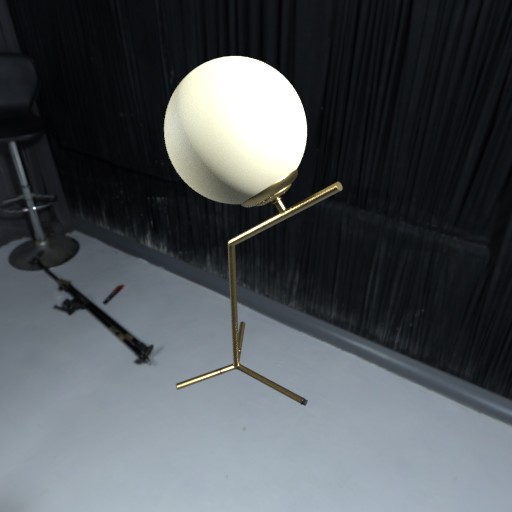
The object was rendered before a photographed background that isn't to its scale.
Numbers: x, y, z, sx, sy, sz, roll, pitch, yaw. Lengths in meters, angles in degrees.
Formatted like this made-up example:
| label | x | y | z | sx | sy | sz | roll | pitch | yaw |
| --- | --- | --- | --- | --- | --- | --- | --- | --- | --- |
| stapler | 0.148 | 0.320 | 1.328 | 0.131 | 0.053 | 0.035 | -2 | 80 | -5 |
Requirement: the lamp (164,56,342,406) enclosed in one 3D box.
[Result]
| label | x | y | z | sx | sy | sz | roll | pitch | yaw |
| --- | --- | --- | --- | --- | --- | --- | --- | --- | --- |
| lamp | 0.000 | 0.000 | 0.673 | 0.251 | 0.552 | 0.210 | 21 | 39 | 28 |
